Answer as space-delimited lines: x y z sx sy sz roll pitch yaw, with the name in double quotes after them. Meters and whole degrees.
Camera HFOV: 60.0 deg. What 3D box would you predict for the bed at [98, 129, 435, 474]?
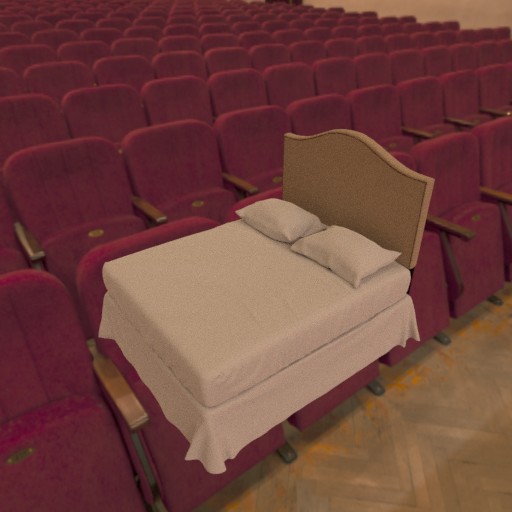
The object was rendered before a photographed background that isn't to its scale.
0.000 0.000 3.496 2.221 1.645 1.876 -21 36 -32 "bed"
